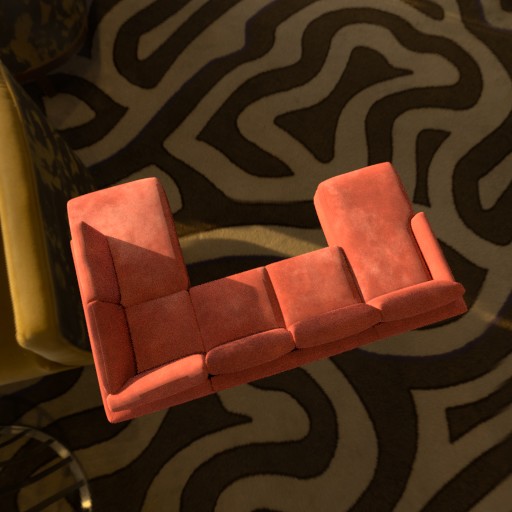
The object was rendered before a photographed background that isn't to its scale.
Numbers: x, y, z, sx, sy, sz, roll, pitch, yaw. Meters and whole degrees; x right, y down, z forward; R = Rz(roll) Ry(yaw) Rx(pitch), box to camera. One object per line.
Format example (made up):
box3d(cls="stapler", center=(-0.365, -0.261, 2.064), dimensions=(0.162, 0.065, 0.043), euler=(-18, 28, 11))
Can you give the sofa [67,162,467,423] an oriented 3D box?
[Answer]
box3d(cls="sofa", center=(0.000, 0.000, 3.846), dimensions=(2.971, 0.858, 1.981), euler=(-16, 75, -5))
